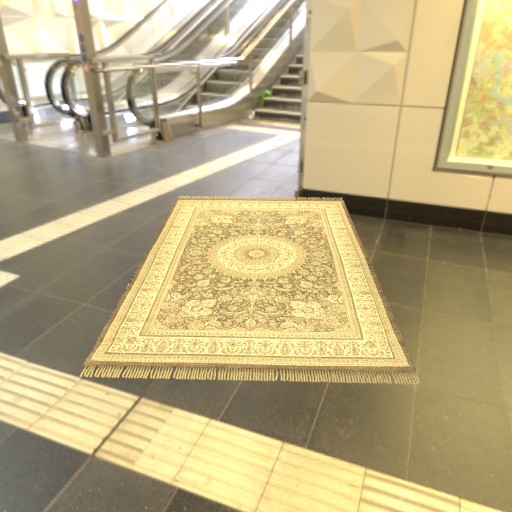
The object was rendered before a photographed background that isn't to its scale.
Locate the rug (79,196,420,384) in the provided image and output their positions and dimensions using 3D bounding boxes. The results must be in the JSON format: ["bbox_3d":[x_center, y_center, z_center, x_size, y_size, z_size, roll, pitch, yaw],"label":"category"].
[{"bbox_3d":[0.000,0.000,4.254,2.143,0.015,3.422,1,27,2],"label":"rug"}]
